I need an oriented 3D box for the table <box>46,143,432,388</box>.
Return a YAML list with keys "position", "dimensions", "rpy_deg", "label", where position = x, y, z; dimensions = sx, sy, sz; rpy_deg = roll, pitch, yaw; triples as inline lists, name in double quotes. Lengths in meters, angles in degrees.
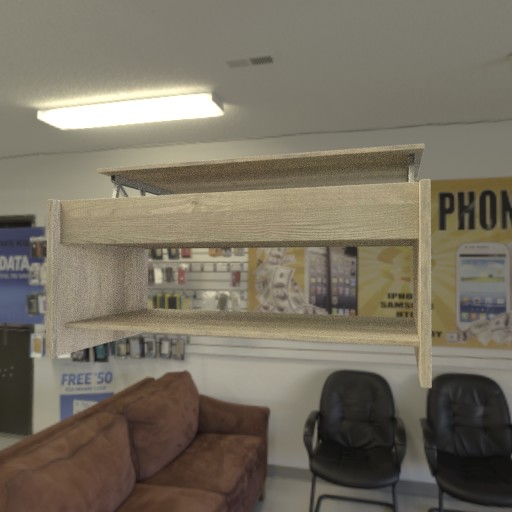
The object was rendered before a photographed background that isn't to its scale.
- position: [0.000, 0.000, 1.422]
  dimensions: [1.000, 0.570, 0.712]
  rpy_deg: [0, -1, 18]
  label: "table"
